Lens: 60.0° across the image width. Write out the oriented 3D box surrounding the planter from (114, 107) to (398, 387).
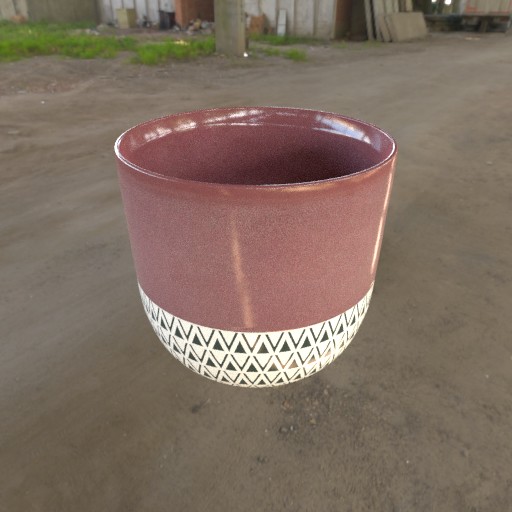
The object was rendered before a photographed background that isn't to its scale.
[{"bbox_3d":[0.000,0.000,0.498,0.266,0.270,0.266,0,30,0],"label":"planter"}]
